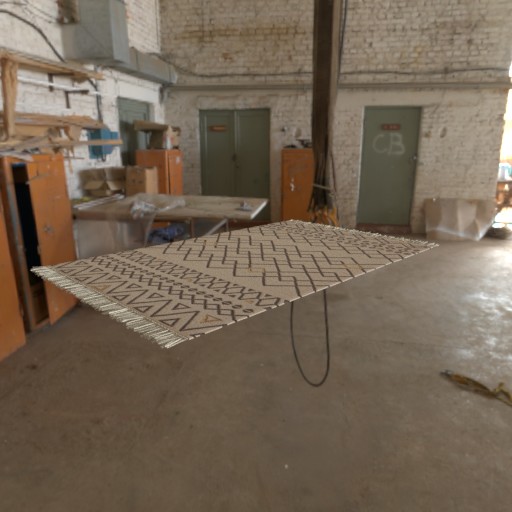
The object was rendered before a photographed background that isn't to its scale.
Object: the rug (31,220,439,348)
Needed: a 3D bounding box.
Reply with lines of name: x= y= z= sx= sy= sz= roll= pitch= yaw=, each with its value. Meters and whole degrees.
rug: x=0.000 y=0.000 z=2.492 sx=2.023 sy=0.028 sz=1.224 roll=-14 pitch=20 yaw=-43
